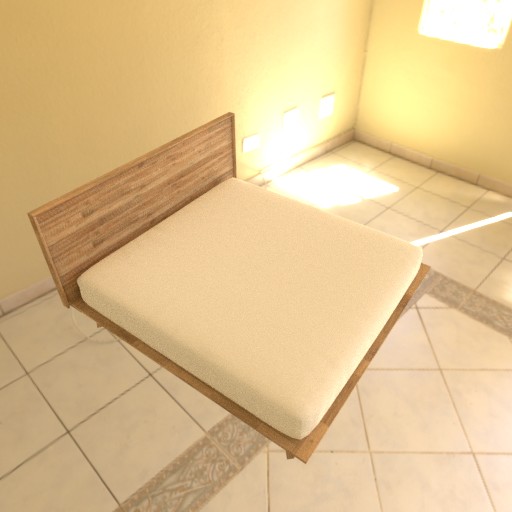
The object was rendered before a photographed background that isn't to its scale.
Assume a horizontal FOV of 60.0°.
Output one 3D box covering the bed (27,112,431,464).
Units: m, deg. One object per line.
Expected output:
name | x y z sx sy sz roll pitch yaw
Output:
bed | 0.000 0.000 3.412 2.167 1.100 2.116 25 45 27
